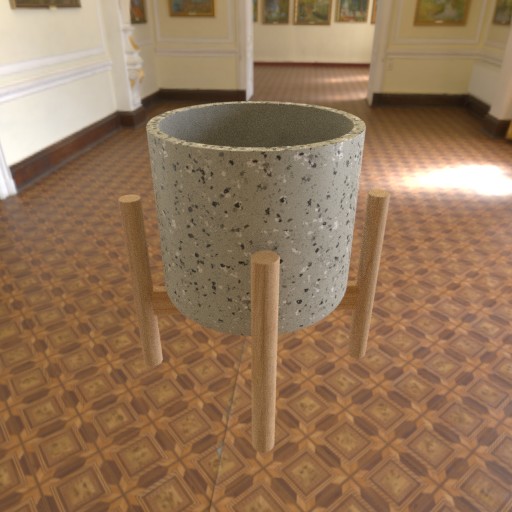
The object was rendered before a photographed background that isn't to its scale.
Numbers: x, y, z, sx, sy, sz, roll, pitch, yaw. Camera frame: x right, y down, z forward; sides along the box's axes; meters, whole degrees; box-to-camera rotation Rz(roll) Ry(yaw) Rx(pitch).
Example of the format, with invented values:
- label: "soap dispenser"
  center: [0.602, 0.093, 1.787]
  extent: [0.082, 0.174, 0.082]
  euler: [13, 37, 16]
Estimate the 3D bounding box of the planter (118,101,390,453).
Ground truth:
- label: "planter"
  center: [0.000, 0.000, 0.537]
  extent: [0.284, 0.320, 0.284]
  euler: [10, 31, 17]
